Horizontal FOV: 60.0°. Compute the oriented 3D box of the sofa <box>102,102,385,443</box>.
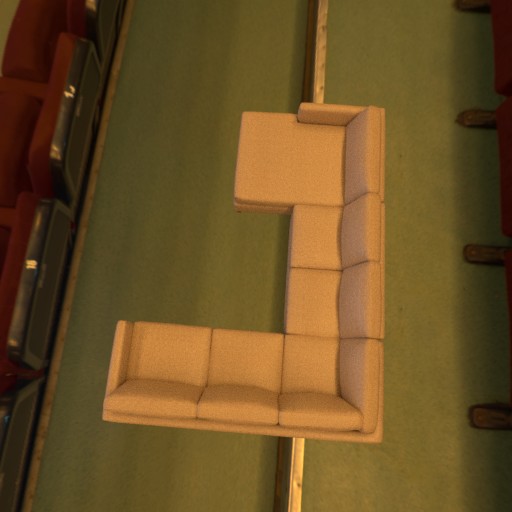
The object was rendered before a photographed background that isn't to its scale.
[{"bbox_3d":[0.000,0.000,4.675,2.594,0.961,3.460,4,76,1],"label":"sofa"}]
